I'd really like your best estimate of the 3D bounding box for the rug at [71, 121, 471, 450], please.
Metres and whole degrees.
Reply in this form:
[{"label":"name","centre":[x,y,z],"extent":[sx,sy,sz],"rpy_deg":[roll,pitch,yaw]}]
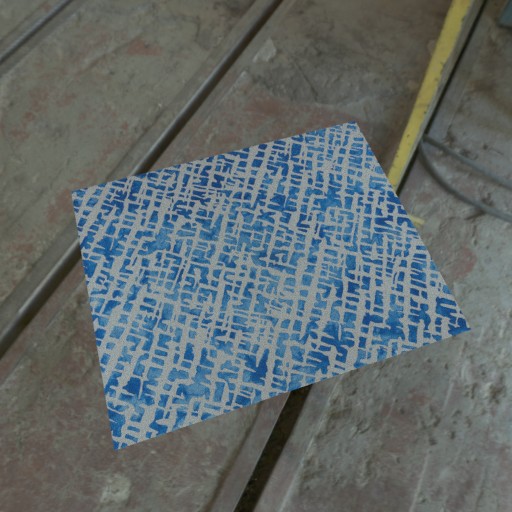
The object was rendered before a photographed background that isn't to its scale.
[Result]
[{"label":"rug","centre":[0.000,0.000,4.009],"extent":[3.007,0.007,2.435],"rpy_deg":[-16,64,-8]}]
